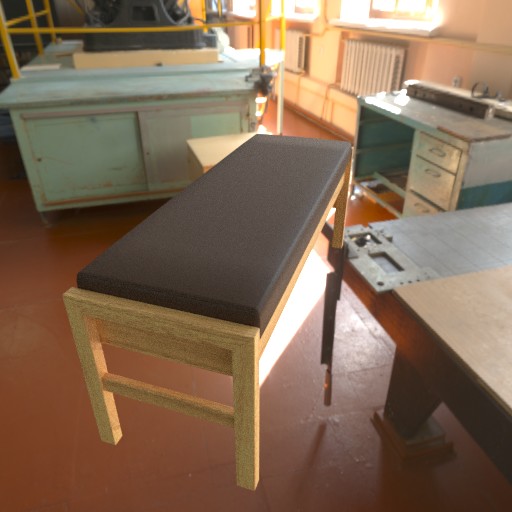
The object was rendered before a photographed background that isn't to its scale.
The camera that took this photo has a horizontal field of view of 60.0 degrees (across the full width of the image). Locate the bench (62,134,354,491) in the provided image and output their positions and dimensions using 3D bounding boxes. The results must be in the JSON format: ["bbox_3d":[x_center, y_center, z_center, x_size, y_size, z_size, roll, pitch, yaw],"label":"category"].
[{"bbox_3d":[0.000,0.000,1.416,0.405,0.480,1.200,10,32,16],"label":"bench"}]
